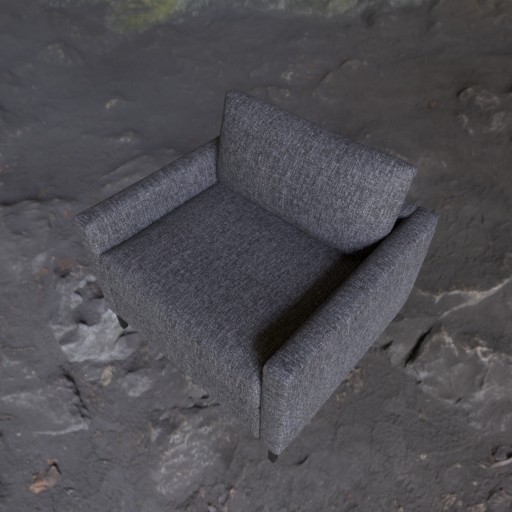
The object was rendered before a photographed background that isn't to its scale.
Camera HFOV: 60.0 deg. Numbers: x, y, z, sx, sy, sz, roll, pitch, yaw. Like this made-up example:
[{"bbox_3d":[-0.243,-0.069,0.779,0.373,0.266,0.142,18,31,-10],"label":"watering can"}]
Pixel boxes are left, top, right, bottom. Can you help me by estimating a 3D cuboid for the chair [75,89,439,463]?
[{"bbox_3d":[0.000,0.000,1.639,0.963,0.861,0.866,32,54,27],"label":"chair"}]
